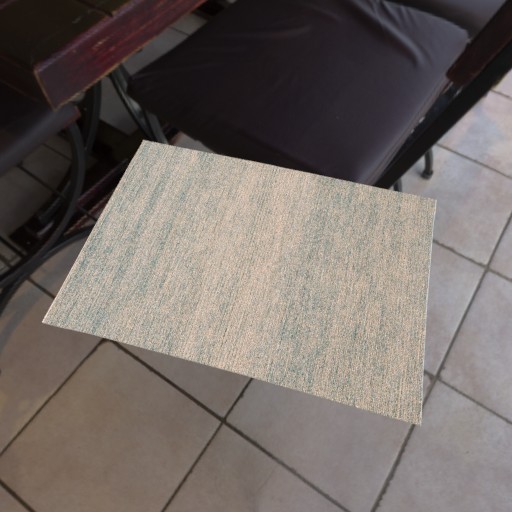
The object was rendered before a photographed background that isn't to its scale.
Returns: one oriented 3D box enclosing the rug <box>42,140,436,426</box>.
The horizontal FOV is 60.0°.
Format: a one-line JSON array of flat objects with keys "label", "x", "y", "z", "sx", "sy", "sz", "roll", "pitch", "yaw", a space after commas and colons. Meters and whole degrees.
[{"label": "rug", "x": 0.000, "y": 0.000, "z": 2.971, "sx": 2.306, "sy": 0.030, "sz": 1.613, "roll": 13, "pitch": 60, "yaw": 8}]
